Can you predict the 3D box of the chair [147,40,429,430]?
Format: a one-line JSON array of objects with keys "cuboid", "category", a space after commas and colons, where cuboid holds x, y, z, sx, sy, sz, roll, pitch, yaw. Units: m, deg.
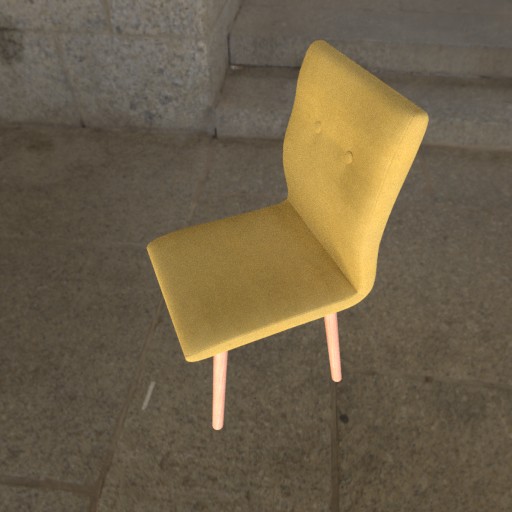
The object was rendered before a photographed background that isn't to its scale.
[{"cuboid": [0.000, 0.000, 1.259, 0.550, 0.965, 0.450, -17, 48, -16], "category": "chair"}]
